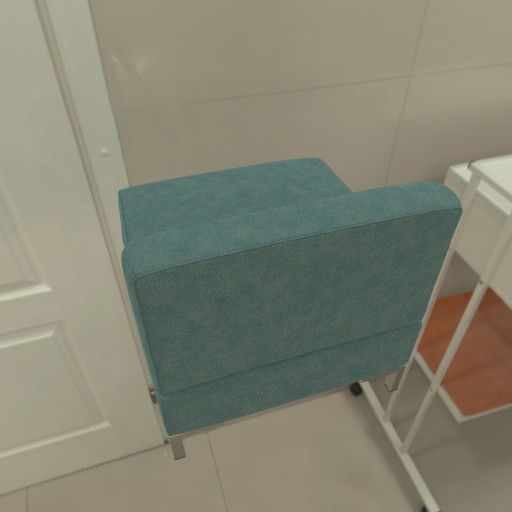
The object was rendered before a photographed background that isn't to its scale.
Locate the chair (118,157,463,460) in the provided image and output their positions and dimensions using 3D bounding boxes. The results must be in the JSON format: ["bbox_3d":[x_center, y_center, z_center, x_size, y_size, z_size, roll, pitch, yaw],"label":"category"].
[{"bbox_3d":[0.000,0.000,1.228,0.684,0.660,0.685,-12,43,-14],"label":"chair"}]
